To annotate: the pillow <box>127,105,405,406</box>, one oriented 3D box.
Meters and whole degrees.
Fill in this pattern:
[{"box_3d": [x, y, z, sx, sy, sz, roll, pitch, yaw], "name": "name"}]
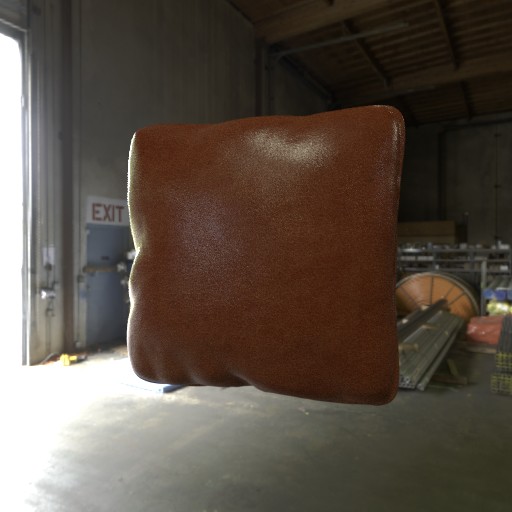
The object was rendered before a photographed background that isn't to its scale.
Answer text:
[{"box_3d": [0.000, 0.000, 0.836, 0.532, 0.523, 0.236, 0, 1, 16], "name": "pillow"}]
